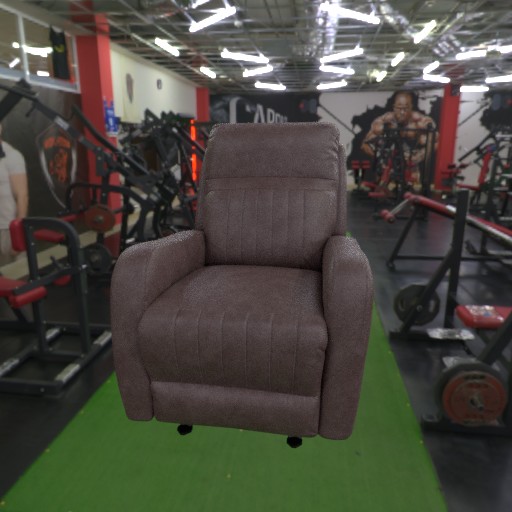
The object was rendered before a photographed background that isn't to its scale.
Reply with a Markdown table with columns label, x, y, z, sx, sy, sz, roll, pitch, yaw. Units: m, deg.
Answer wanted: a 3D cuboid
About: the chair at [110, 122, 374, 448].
| label | x | y | z | sx | sy | sz | roll | pitch | yaw |
| --- | --- | --- | --- | --- | --- | --- | --- | --- | --- |
| chair | 0.000 | 0.000 | 1.804 | 0.865 | 1.067 | 1.067 | 3 | 15 | 9 |
